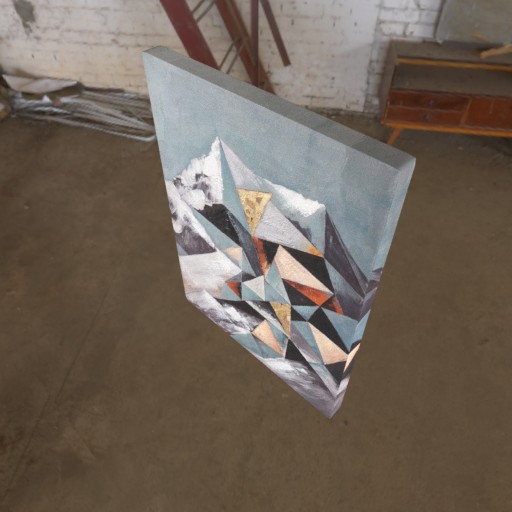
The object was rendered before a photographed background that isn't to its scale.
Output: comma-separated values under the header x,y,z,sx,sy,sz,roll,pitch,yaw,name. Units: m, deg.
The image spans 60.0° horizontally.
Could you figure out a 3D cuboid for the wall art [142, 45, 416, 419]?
x,y,z,sx,sy,sz,roll,pitch,yaw,name
0.000,0.000,0.804,0.455,0.613,0.037,35,55,29,wall art
